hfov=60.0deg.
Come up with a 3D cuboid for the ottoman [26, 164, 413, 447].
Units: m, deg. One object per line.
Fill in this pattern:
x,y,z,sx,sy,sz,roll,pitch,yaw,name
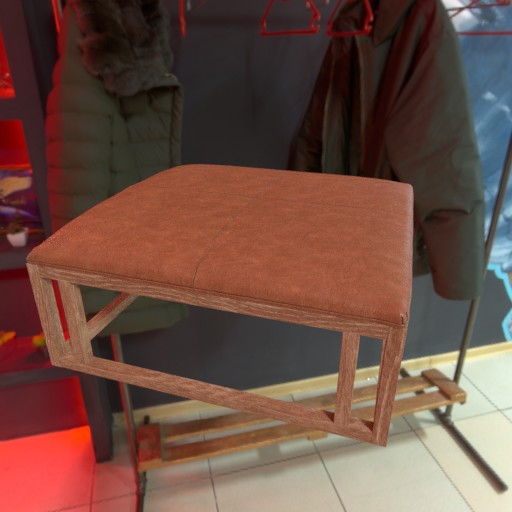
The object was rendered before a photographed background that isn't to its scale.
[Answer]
0.000,0.000,1.575,1.016,0.442,1.013,8,27,16,ottoman
